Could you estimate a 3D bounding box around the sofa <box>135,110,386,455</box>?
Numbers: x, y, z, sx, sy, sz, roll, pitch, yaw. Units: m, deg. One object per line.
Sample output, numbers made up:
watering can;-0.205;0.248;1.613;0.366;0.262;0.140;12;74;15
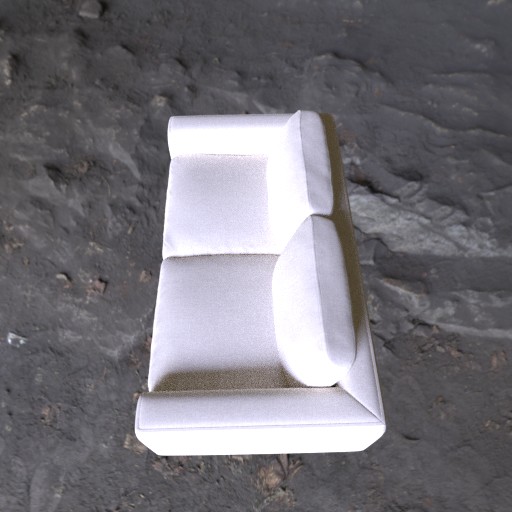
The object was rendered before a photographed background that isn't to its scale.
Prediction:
sofa;0.000;0.000;2.431;1.069;0.801;1.920;-1;58;-1
